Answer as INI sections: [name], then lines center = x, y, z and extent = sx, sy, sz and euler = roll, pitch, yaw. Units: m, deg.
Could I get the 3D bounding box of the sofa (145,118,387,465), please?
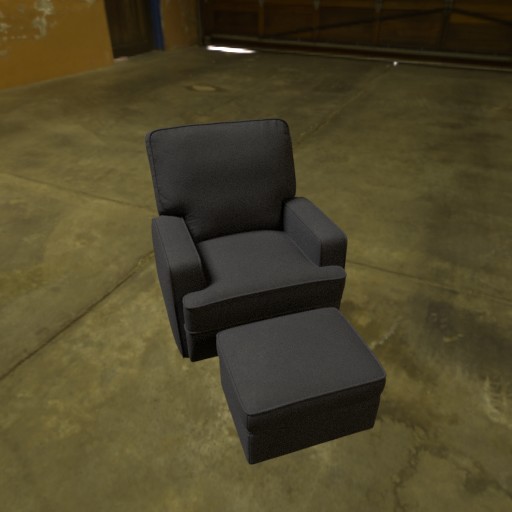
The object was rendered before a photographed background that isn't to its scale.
[sofa]
center = 0.000, 0.000, 2.057
extent = 0.861, 0.959, 1.472
euler = -10, 34, -15
